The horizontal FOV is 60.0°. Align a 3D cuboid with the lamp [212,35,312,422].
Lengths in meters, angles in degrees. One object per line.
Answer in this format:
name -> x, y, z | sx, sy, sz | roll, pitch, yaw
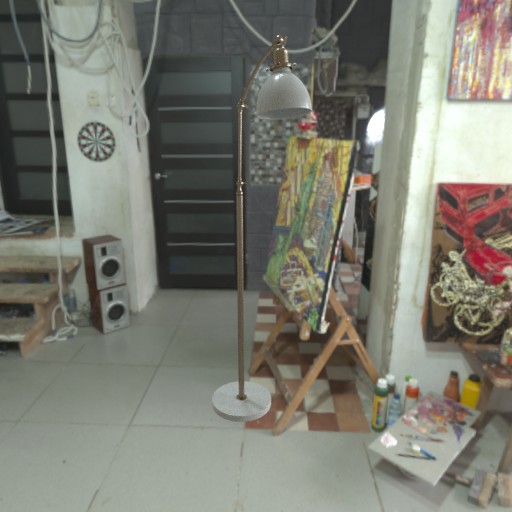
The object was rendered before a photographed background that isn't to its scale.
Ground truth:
lamp -> 0.000, 0.000, 1.811 | 0.288, 1.586, 0.599 | -8, 18, -26
